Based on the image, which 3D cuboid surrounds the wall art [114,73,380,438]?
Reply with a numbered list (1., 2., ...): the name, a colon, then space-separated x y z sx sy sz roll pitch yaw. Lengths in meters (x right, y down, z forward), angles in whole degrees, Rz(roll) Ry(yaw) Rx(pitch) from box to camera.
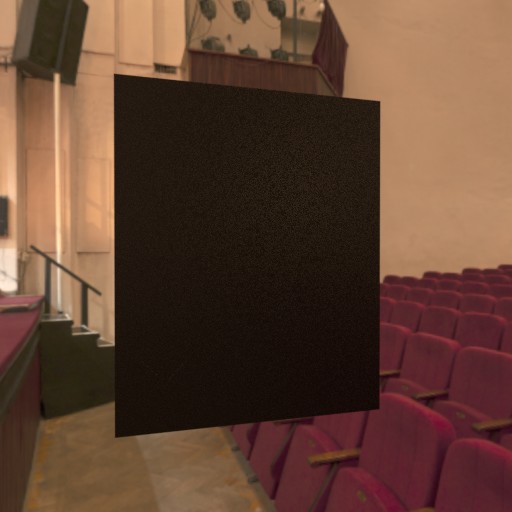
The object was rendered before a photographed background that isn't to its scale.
1. wall art: 0.000 0.000 0.752 0.457 0.557 0.028 0 1 -16
